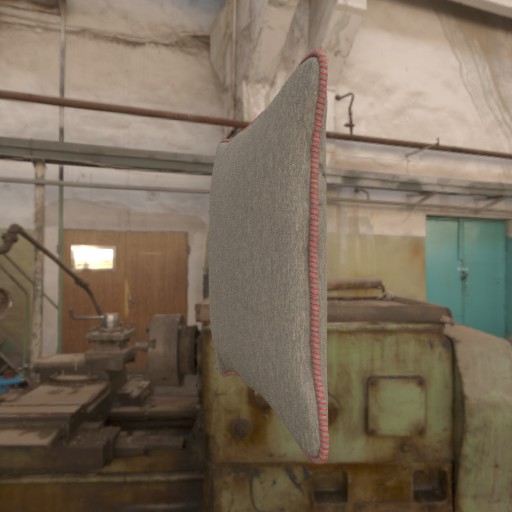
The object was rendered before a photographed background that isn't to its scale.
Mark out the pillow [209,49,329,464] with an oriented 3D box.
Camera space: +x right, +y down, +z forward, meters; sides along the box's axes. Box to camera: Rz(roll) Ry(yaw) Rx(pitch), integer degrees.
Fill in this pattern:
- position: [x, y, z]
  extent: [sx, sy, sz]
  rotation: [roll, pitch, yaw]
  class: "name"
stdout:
- position: [0.000, 0.000, 0.727]
  extent: [0.124, 0.491, 0.482]
  rotation: [0, -1, -19]
  class: "pillow"
